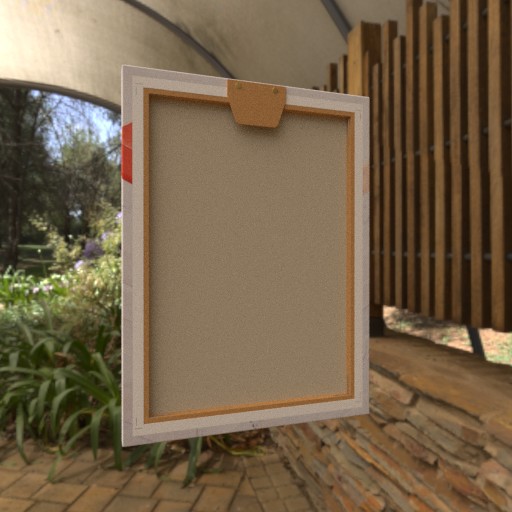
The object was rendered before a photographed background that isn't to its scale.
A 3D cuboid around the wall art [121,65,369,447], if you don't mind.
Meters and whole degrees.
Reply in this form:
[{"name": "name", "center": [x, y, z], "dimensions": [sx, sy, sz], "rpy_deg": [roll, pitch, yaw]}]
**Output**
[{"name": "wall art", "center": [0.000, 0.000, 1.310], "dimensions": [0.759, 1.014, 0.045], "rpy_deg": [0, 0, -19]}]
